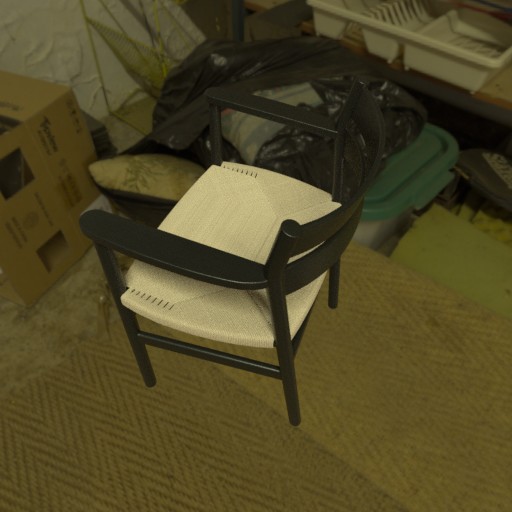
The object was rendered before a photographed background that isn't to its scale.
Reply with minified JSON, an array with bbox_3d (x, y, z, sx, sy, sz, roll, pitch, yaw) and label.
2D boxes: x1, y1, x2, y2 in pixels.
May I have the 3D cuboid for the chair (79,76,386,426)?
[{"bbox_3d":[0.000,0.000,1.159,0.508,0.775,0.630,15,48,14],"label":"chair"}]
